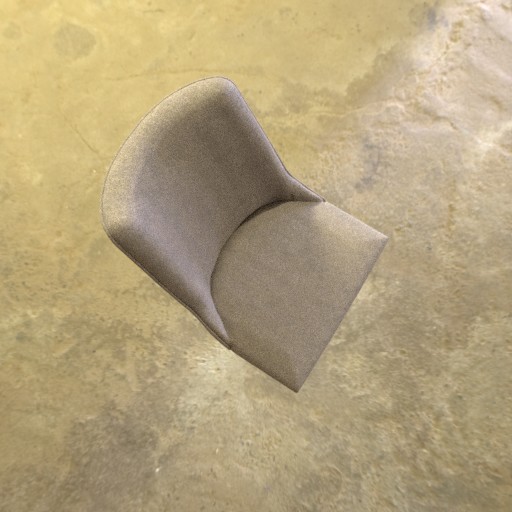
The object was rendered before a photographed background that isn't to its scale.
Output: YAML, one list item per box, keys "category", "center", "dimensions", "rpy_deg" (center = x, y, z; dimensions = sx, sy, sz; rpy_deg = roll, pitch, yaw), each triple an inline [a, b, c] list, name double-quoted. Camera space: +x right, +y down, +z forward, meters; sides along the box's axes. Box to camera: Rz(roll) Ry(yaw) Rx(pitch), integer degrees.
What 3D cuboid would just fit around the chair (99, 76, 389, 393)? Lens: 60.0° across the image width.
- category: "chair"
  center: [0.000, 0.000, 1.328]
  dimensions: [0.636, 0.916, 0.548]
  rpy_deg: [32, 79, 7]
